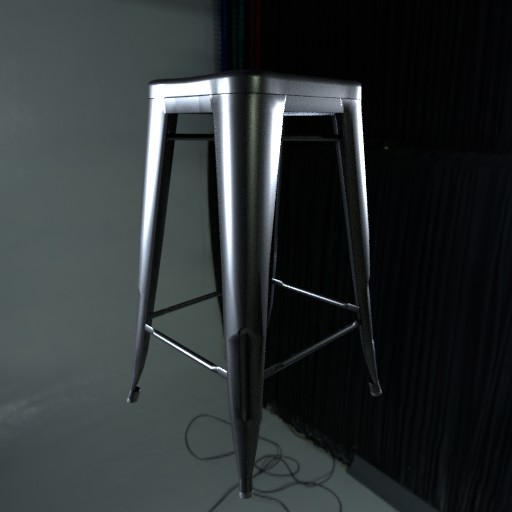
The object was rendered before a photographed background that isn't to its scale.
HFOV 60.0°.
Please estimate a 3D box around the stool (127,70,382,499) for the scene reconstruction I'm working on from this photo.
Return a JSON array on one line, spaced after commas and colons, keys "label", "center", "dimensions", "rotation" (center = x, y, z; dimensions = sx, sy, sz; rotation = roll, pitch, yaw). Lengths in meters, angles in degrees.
[{"label": "stool", "center": [0.000, 0.000, 0.826], "dimensions": [0.359, 0.609, 0.399], "rotation": [16, 23, 43]}]
